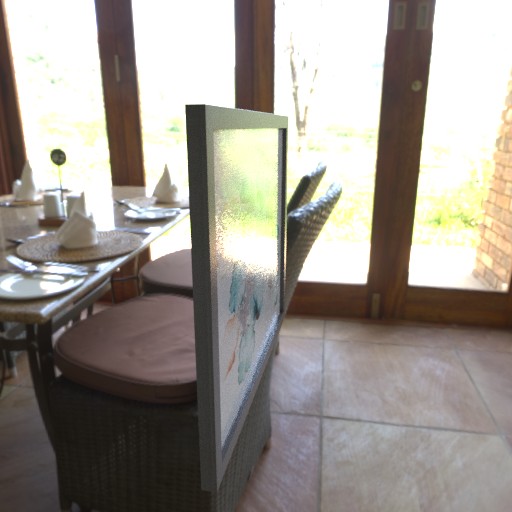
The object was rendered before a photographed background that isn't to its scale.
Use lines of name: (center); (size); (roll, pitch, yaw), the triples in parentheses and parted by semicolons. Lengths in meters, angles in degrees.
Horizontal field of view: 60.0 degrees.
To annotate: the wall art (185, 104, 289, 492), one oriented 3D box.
wall art: (0.000, 0.000, 0.905); (0.026, 0.558, 0.660); (4, 17, 12)
